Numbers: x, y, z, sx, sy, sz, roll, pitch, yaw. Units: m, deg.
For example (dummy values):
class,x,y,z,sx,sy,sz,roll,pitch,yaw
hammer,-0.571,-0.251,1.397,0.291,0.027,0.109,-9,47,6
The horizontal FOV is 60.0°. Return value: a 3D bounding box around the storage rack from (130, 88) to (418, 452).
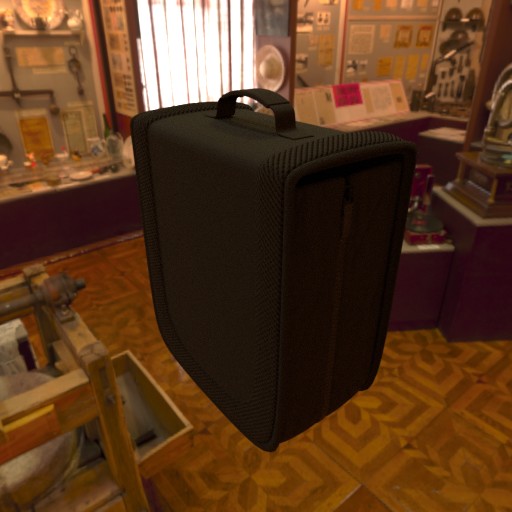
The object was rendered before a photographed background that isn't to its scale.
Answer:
class,x,y,z,sx,sy,sz,roll,pitch,yaw
storage rack,0.000,0.000,0.546,0.168,0.387,0.297,-19,33,-33
